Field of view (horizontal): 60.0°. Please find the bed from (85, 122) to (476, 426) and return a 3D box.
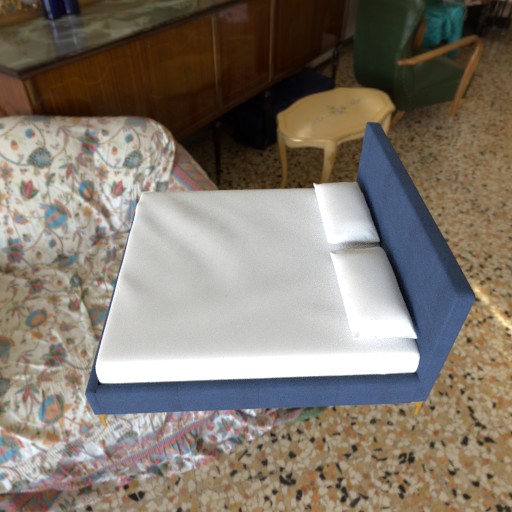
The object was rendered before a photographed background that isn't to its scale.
[{"bbox_3d":[0.000,0.000,3.444,2.232,1.231,2.096,-2,42,-2],"label":"bed"}]
